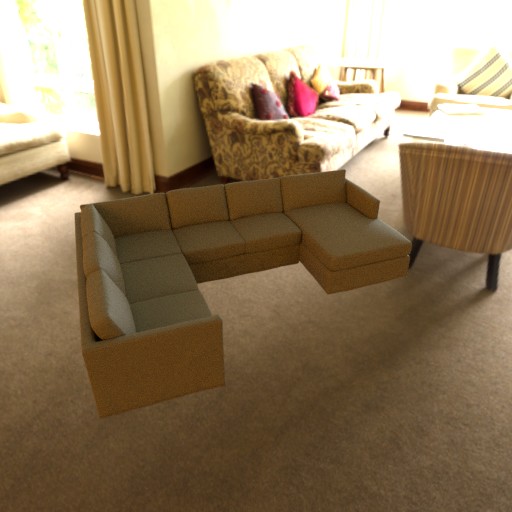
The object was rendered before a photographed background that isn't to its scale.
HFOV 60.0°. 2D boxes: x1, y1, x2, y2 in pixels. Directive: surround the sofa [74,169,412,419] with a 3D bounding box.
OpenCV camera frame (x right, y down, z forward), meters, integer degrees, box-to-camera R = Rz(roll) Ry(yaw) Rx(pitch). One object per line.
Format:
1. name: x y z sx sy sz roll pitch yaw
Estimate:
1. sofa: 0.000 0.000 4.644 3.460 0.882 2.427 -11 32 -18
